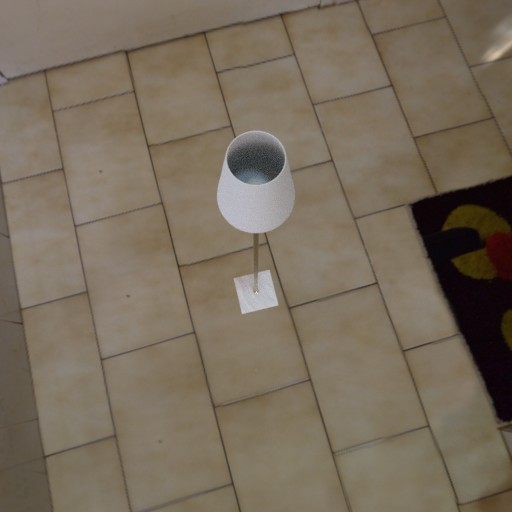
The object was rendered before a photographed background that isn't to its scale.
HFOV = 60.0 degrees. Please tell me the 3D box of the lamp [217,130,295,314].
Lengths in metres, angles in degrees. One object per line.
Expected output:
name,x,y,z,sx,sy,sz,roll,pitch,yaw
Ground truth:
lamp,0.000,0.000,1.898,0.232,1.813,0.229,-13,76,-3
